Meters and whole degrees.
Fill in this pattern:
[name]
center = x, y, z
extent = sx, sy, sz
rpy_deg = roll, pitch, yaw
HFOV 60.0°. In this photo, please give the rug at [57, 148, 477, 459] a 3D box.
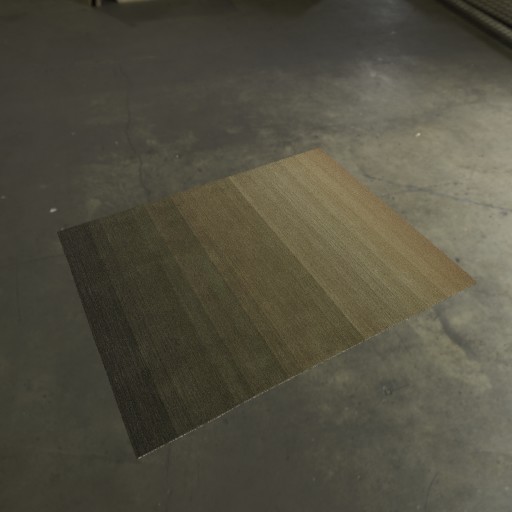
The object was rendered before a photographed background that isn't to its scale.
[rug]
center = 0.000, 0.000, 3.883
extent = 2.932, 0.015, 2.315
rpy_deg = -22, 50, -20
